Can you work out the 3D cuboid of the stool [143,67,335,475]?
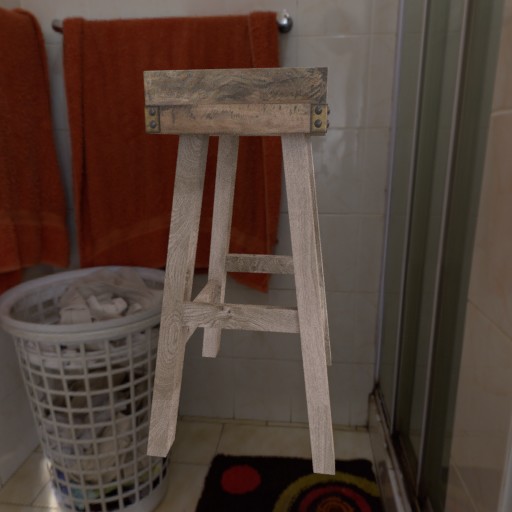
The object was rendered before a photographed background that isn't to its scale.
[{"bbox_3d":[0.000,0.000,0.888,0.330,0.635,0.450,2,15,8],"label":"stool"}]
